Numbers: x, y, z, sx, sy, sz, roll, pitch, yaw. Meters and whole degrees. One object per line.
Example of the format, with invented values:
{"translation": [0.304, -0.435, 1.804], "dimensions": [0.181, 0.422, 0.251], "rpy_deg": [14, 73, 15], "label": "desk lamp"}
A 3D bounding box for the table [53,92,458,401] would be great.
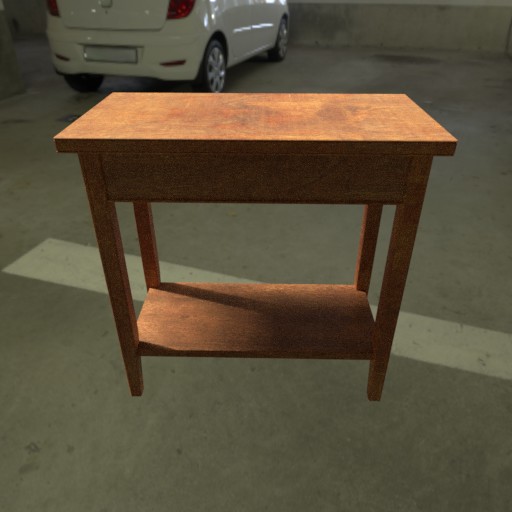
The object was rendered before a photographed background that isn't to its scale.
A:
{"translation": [0.000, 0.000, 0.957], "dimensions": [0.610, 0.610, 0.305], "rpy_deg": [1, 32, 1], "label": "table"}
